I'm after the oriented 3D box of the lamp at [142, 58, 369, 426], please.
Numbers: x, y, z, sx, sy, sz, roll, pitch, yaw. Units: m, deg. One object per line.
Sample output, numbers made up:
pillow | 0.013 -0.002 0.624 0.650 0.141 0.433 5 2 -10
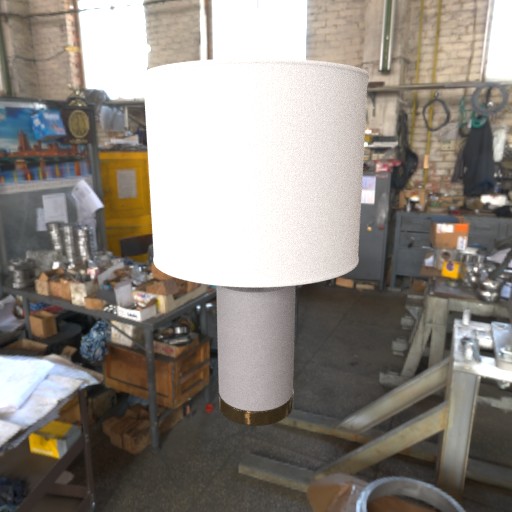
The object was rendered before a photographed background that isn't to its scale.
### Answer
lamp | 0.000 0.000 0.507 0.229 0.380 0.229 0 14 0
